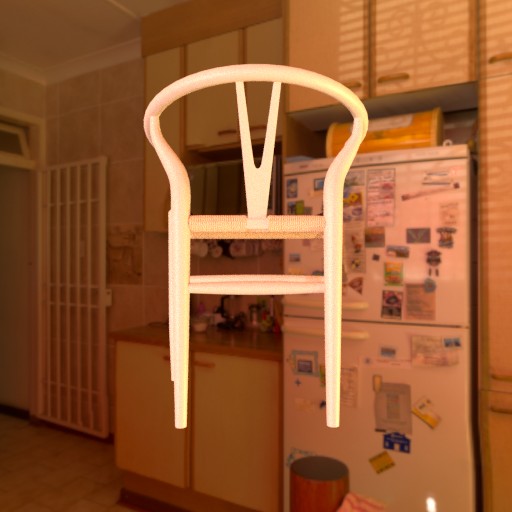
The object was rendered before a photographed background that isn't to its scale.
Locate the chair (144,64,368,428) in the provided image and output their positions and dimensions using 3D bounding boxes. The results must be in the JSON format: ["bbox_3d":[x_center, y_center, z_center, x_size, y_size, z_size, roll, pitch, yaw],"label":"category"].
[{"bbox_3d":[0.000,0.000,1.089,0.533,0.736,0.500,0,0,-1],"label":"chair"}]
